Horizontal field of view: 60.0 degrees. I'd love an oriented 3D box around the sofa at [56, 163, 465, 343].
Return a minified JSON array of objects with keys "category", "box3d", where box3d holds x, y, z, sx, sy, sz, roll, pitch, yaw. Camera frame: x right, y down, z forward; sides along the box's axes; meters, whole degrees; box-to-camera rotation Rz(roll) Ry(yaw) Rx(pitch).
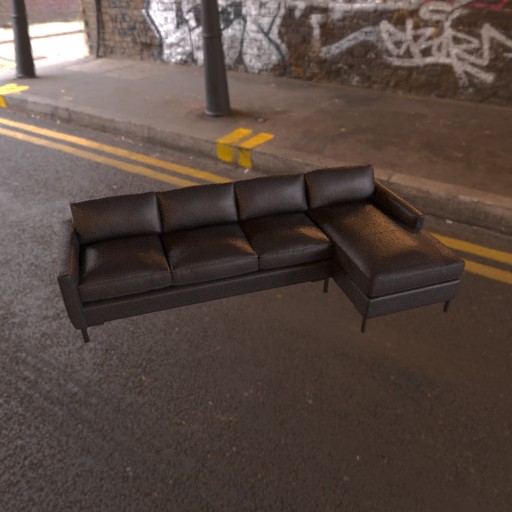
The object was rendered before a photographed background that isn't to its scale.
[{"category":"sofa","box3d":[0.000,0.000,3.645,2.993,0.859,1.471,-10,34,-15]}]
